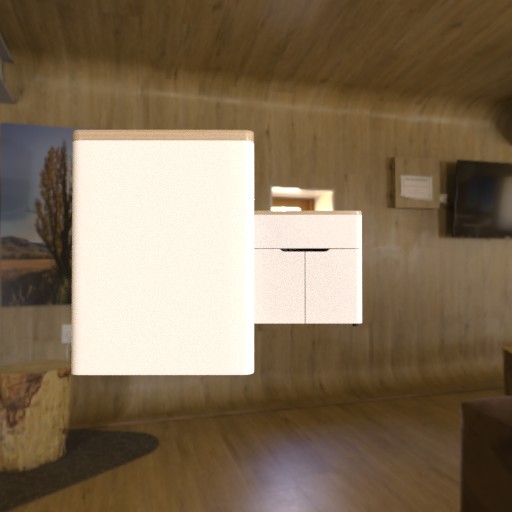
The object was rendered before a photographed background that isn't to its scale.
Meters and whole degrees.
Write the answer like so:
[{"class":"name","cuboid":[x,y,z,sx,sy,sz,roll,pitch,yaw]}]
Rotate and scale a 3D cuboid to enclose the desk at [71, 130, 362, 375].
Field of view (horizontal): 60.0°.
[{"class":"desk","cuboid":[0.000,0.000,2.082,1.175,0.770,1.400,0,-1,0]}]
